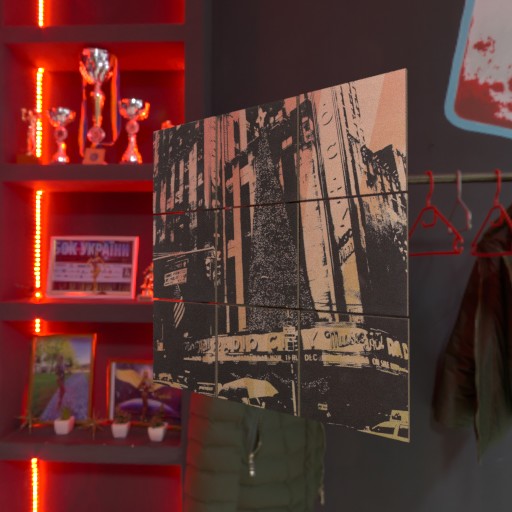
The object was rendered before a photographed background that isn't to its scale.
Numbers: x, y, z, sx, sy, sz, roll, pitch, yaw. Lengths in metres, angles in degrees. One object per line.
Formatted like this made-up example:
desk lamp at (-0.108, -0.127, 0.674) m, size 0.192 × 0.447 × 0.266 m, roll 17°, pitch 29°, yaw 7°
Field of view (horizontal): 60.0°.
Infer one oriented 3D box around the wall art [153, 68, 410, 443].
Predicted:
wall art at (0.000, 0.000, 2.249) m, size 1.527 × 1.521 × 0.017 m, roll 0°, pitch -1°, yaw 36°
